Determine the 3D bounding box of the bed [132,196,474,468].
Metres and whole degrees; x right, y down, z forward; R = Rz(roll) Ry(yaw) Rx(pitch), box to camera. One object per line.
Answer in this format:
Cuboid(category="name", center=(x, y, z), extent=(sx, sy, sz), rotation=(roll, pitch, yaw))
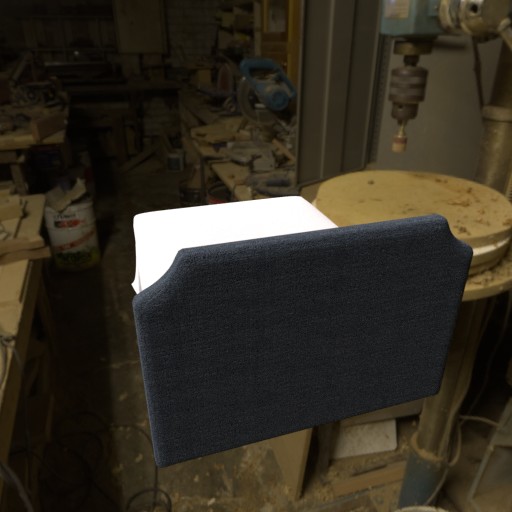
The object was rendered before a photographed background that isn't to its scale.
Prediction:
Cuboid(category="bed", center=(0.000, 0.000, 3.283), extent=(1.828, 1.297, 2.208), rotation=(-8, 29, -16))
